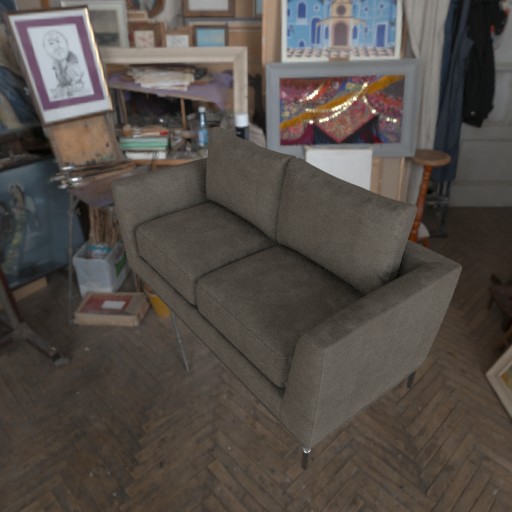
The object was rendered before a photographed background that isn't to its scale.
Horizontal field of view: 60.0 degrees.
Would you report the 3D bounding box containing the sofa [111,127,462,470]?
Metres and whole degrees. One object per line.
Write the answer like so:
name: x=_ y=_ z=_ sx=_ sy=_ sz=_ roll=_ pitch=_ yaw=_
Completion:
sofa: x=0.000 y=0.000 z=2.410 sx=0.855 sy=1.013 sz=1.832 roll=-22 pitch=38 yaw=-31
